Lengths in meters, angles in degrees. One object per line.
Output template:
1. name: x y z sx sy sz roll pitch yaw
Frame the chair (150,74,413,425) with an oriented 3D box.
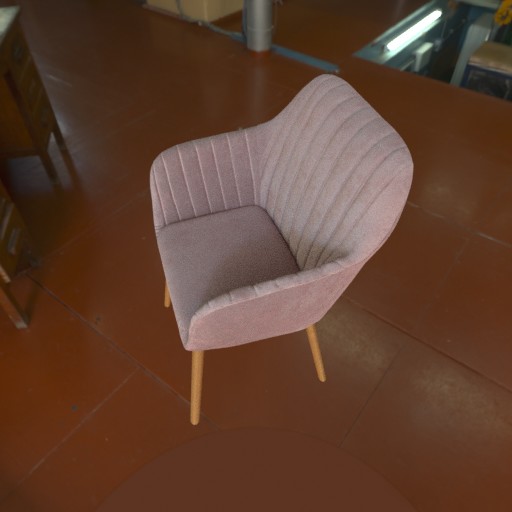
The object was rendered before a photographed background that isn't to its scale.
1. chair: 0.000 0.000 1.261 0.570 0.832 0.610 -14 49 -12
